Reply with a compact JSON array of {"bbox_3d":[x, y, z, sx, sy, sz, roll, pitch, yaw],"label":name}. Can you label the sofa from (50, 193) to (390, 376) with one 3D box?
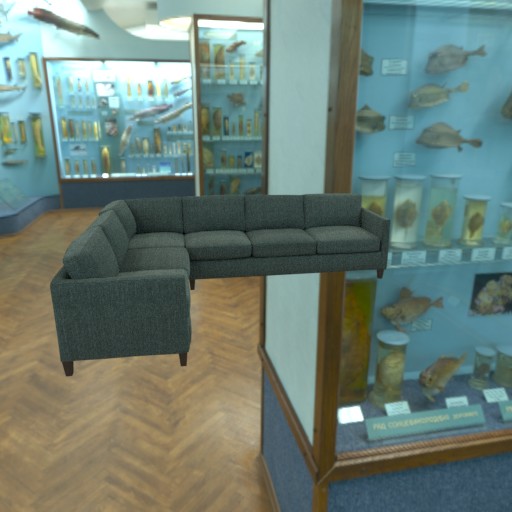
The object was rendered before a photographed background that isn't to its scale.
[{"bbox_3d":[0.000,0.000,4.518,3.302,0.947,2.593,-3,17,-9],"label":"sofa"}]
